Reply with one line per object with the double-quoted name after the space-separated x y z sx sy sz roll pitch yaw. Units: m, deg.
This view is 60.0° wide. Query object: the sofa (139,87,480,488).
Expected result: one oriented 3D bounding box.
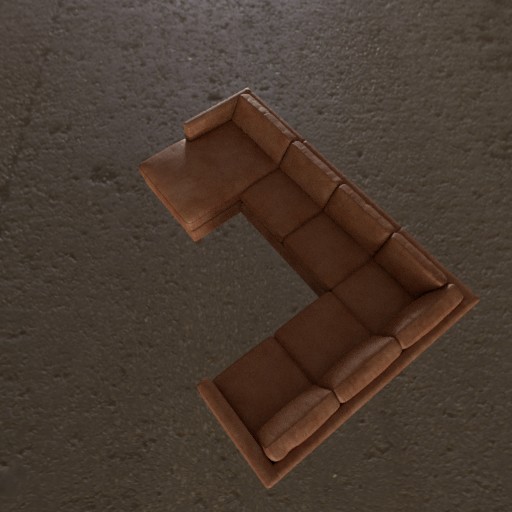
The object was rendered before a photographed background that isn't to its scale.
0.000 0.000 4.475 2.430 0.832 3.401 -35 67 -17 "sofa"
